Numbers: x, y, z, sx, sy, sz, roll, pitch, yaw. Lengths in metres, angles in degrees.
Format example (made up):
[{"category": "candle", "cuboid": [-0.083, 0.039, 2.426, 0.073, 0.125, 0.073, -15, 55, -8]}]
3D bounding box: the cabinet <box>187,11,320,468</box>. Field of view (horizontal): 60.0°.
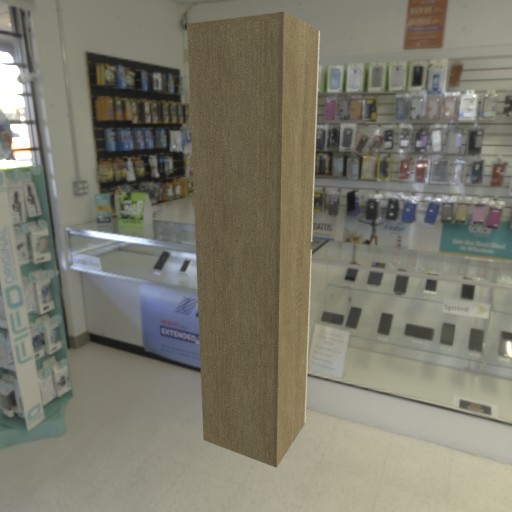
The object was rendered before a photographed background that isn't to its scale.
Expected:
[{"category": "cabinet", "cuboid": [0.000, 0.000, 1.500, 0.300, 1.400, 0.270, 8, 18, 26]}]
